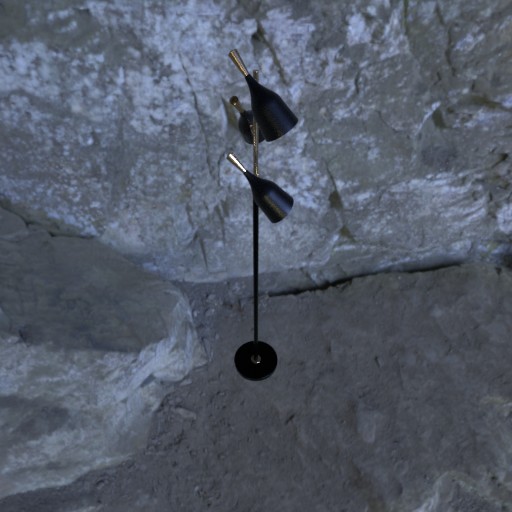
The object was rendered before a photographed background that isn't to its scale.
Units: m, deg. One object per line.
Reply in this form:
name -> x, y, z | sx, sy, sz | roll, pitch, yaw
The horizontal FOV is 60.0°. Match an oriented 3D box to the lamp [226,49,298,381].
lamp -> 0.000, 0.000, 1.938 | 0.253, 1.778, 0.434 | -9, 47, -9
